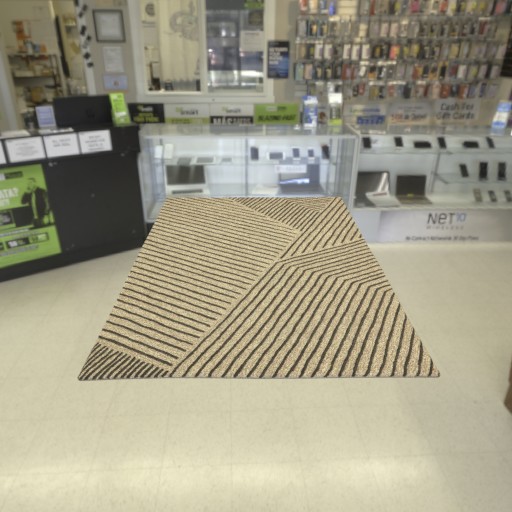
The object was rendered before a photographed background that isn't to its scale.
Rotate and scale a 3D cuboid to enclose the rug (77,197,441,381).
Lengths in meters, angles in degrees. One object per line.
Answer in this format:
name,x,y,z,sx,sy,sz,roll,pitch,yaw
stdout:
rug,0.000,0.000,2.318,1.237,0.019,1.842,0,27,-1
